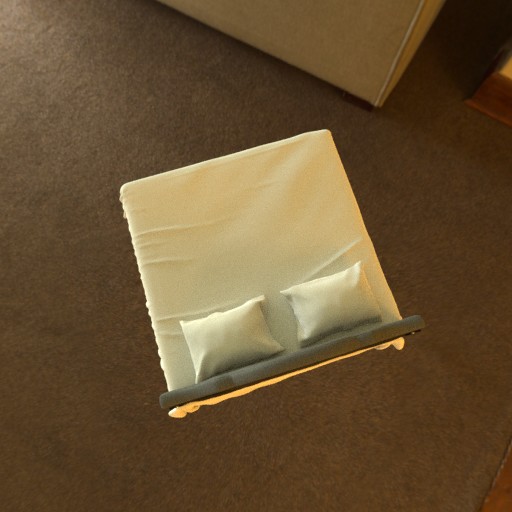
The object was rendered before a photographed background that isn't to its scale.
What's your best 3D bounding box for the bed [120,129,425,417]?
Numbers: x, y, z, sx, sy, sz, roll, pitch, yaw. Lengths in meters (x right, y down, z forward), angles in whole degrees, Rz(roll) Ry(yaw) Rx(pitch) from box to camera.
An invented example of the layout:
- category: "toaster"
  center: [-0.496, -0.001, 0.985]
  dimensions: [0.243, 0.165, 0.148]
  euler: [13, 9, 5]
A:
- category: "bed"
  center: [0.000, 0.000, 3.771]
  dimensions: [2.303, 1.631, 2.222]
  euler: [-16, 76, -4]
